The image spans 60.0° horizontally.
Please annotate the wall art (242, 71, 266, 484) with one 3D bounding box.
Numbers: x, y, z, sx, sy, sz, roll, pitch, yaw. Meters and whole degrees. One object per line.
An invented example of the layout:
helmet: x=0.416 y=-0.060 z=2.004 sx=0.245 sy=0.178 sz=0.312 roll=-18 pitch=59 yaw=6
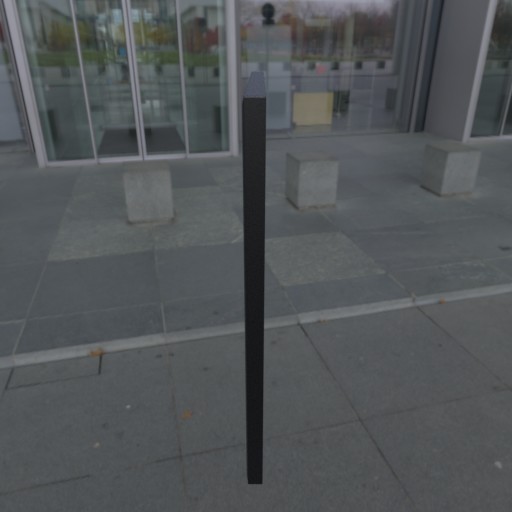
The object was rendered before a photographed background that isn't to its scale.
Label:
wall art: x=0.000 y=0.000 z=1.612 sx=0.053 sy=1.194 sz=0.950 roll=0 pitch=25 yaw=1
